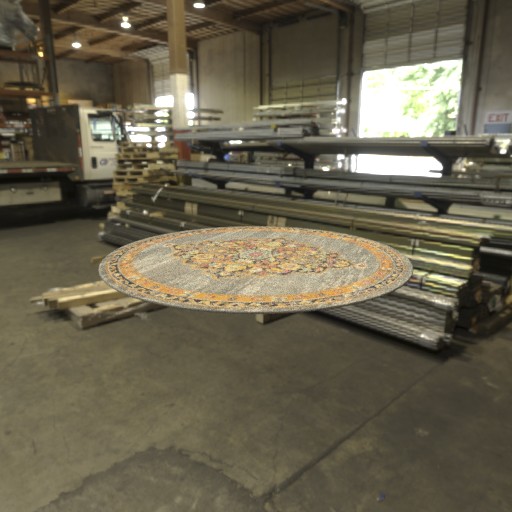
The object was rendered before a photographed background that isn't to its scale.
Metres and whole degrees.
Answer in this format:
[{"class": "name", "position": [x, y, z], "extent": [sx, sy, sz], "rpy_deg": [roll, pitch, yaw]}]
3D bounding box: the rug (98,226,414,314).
[{"class": "rug", "position": [0.000, 0.000, 2.378], "extent": [1.598, 0.010, 1.598], "rpy_deg": [0, 15, 0]}]
